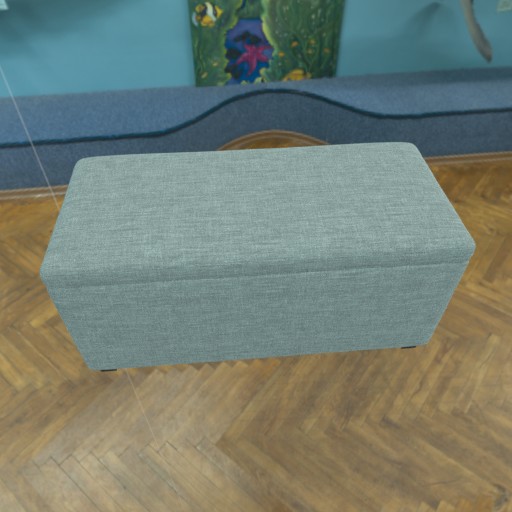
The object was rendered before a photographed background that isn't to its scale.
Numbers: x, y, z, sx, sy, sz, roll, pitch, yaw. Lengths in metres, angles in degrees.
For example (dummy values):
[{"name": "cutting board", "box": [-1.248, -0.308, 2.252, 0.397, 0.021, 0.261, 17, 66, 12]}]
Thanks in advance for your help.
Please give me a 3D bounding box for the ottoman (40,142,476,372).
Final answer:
[{"name": "ottoman", "box": [0.000, 0.000, 1.151, 0.902, 0.432, 0.419, -4, 46, -3]}]
